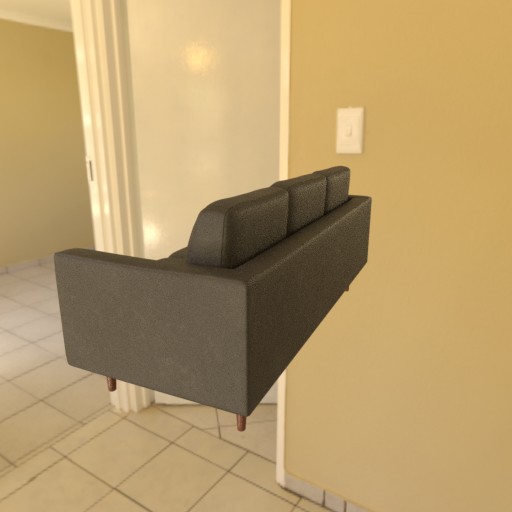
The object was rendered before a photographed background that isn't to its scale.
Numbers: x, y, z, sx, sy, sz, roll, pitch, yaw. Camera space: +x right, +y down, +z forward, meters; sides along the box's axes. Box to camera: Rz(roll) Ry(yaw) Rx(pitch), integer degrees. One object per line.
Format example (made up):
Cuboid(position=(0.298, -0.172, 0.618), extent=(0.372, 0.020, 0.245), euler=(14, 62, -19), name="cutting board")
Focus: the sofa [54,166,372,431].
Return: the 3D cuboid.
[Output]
Cuboid(position=(0.000, 0.000, 2.492), extent=(0.879, 0.899, 2.029), euler=(7, 17, 24), name="sofa")
